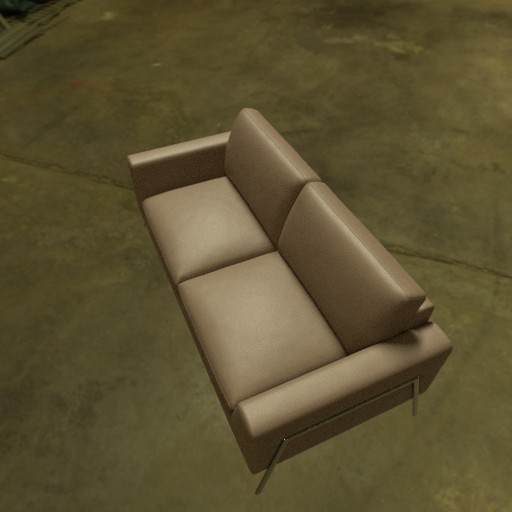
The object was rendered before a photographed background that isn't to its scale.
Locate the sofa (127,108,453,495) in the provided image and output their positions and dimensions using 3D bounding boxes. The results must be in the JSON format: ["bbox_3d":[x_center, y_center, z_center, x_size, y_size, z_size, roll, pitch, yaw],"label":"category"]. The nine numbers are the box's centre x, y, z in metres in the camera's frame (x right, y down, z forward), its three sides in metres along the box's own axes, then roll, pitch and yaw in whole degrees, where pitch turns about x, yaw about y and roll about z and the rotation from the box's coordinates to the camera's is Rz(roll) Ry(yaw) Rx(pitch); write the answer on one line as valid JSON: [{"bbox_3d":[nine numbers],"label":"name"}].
[{"bbox_3d":[0.000,0.000,2.490,0.953,0.875,2.017,-18,49,-17],"label":"sofa"}]
